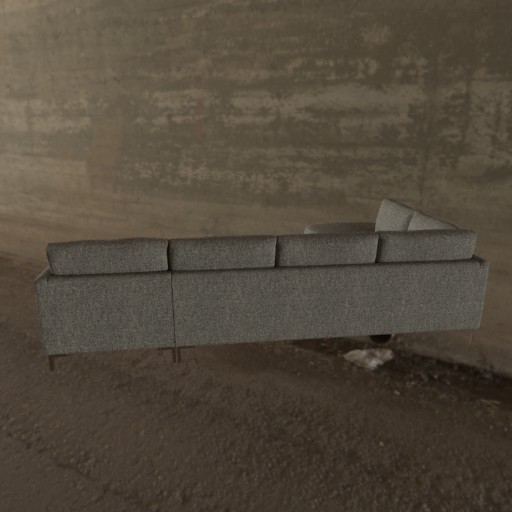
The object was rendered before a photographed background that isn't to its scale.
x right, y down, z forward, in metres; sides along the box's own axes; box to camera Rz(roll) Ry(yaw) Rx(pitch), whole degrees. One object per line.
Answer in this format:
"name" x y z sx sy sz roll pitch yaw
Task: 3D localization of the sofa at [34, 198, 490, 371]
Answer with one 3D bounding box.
"sofa" 0.000 0.000 3.499 2.737 0.756 1.879 -2 17 -7
